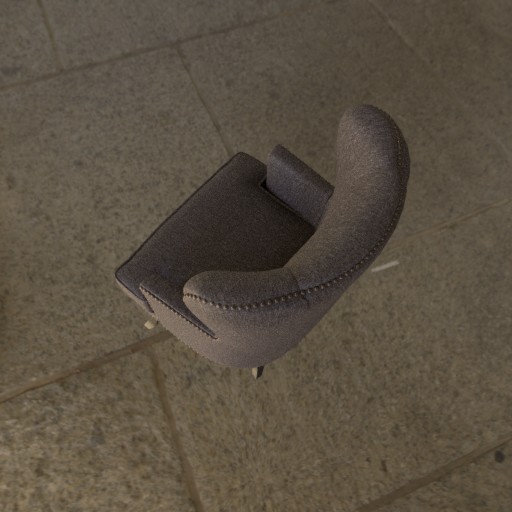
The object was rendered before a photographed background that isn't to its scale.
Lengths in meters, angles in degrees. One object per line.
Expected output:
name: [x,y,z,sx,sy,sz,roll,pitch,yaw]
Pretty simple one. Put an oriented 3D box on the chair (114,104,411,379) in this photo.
chair: [0.000,0.000,1.586,0.758,1.060,0.759,35,68,16]
